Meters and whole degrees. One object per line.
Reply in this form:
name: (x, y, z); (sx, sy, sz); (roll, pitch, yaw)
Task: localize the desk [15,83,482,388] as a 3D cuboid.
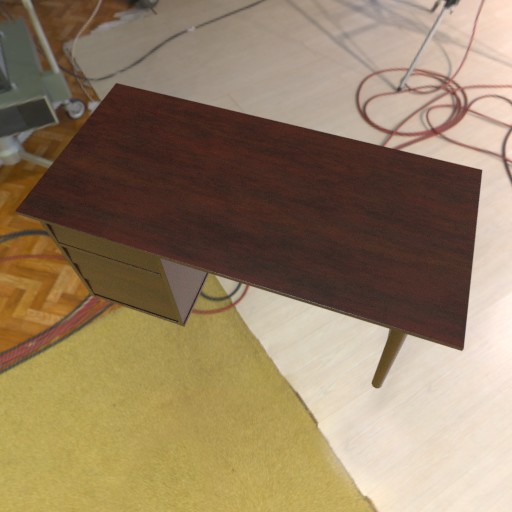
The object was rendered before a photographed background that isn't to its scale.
desk: (0.000, 0.000, 1.655); (1.277, 0.758, 0.612); (16, 60, 10)
